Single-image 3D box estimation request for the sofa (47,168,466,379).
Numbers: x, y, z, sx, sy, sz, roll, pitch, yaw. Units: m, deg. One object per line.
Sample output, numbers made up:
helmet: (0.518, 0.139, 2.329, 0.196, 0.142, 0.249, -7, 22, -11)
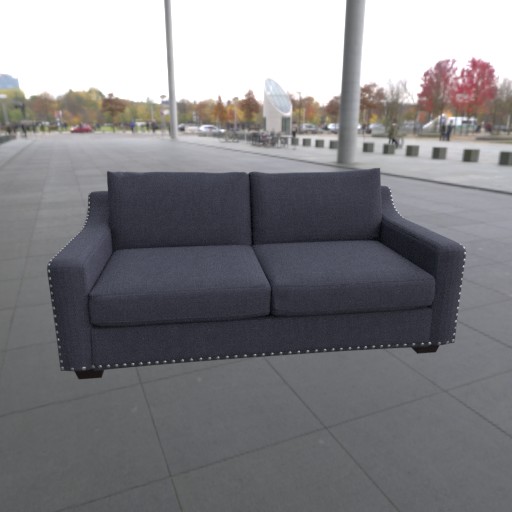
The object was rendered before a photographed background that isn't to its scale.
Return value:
sofa: (0.000, 0.000, 3.276, 2.550, 1.196, 1.336, -2, 17, -8)
